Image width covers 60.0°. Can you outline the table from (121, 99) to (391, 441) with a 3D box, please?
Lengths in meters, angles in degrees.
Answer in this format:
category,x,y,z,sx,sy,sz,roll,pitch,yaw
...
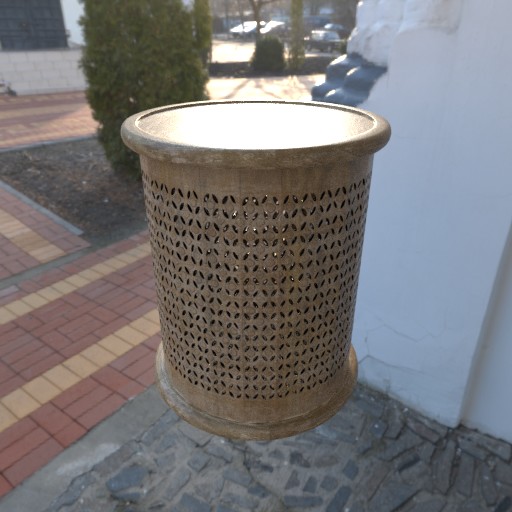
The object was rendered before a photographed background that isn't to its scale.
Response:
category,x,y,z,sx,sy,sz,roll,pitch,yaw
table,0.000,0.000,0.796,0.407,0.482,0.407,0,27,0
